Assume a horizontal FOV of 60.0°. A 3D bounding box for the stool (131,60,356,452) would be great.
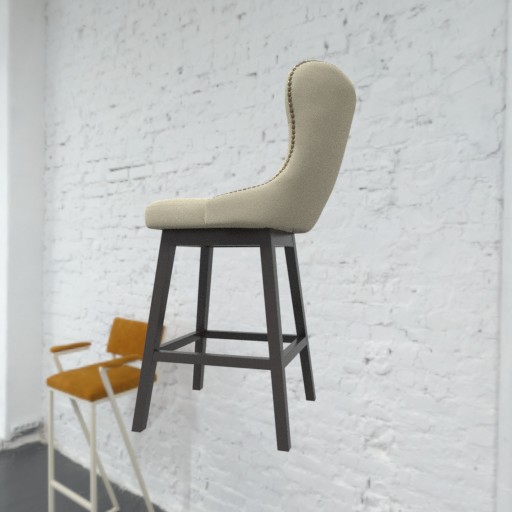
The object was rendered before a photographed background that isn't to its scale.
[{"bbox_3d":[0.000,0.000,1.344,0.593,0.971,0.528,0,0,17],"label":"stool"}]
